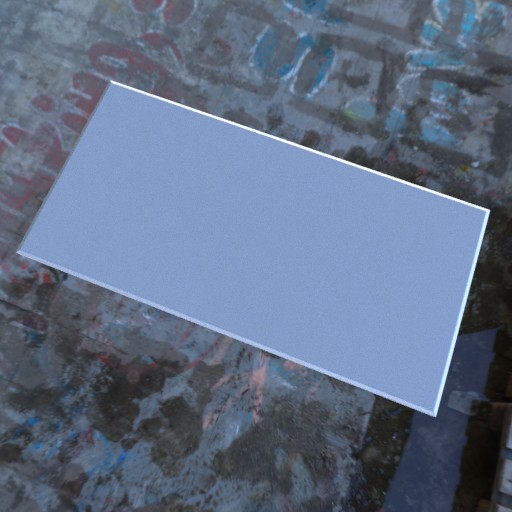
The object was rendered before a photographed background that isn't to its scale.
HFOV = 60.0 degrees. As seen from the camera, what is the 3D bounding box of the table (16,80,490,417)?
[{"bbox_3d":[0.000,0.000,1.390,1.109,0.506,0.551,20,76,5],"label":"table"}]
